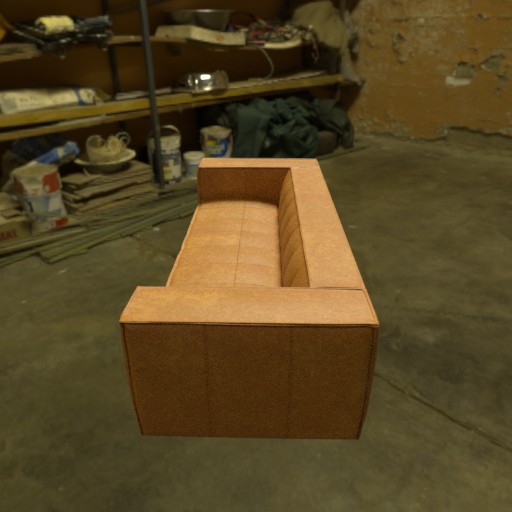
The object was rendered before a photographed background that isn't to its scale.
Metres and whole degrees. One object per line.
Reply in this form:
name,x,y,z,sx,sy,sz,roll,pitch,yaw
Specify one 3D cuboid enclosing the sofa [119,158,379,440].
sofa,0.000,0.000,3.019,1.102,0.701,2.581,1,27,1
